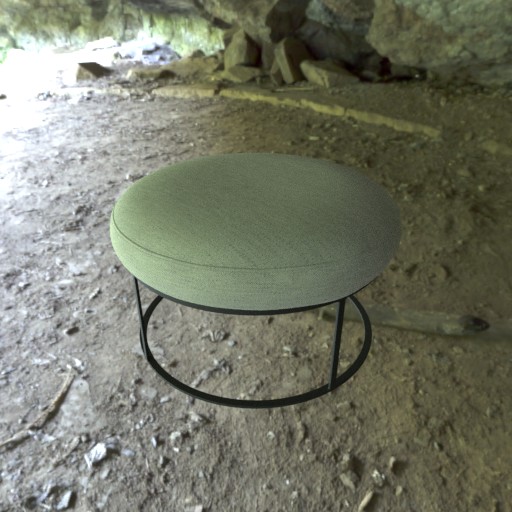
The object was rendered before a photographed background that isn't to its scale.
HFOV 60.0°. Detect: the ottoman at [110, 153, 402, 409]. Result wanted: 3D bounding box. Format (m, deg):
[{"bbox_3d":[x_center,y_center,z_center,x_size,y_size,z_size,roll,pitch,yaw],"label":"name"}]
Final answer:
[{"bbox_3d":[0.000,0.000,1.274,0.769,0.459,0.769,0,29,0],"label":"ottoman"}]
